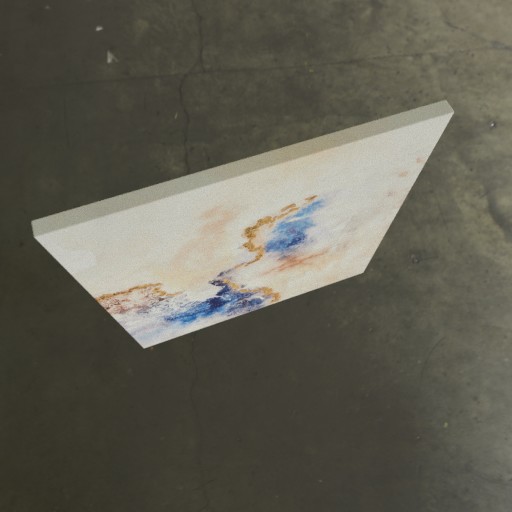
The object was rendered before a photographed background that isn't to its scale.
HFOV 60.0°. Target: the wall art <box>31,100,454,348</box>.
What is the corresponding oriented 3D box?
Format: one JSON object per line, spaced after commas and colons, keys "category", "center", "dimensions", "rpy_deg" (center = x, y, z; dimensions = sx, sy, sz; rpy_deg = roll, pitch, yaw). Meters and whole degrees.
{"category": "wall art", "center": [0.000, 0.000, 1.293], "dimensions": [0.889, 0.889, 0.038], "rpy_deg": [-18, 66, -8]}
